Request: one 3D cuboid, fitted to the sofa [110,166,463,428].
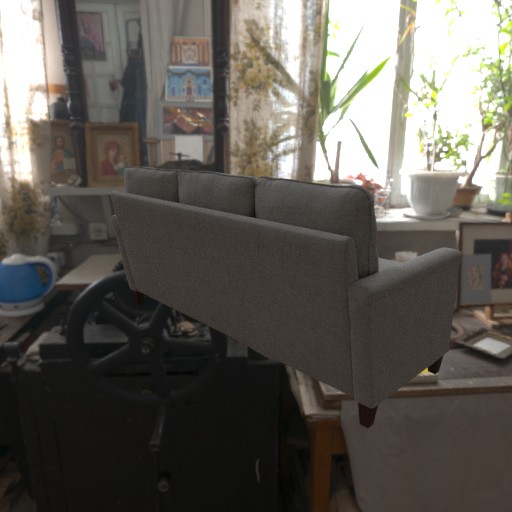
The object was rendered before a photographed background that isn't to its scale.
[{"bbox_3d":[0.000,0.000,2.464,0.828,0.959,1.925,-15,21,-42],"label":"sofa"}]
